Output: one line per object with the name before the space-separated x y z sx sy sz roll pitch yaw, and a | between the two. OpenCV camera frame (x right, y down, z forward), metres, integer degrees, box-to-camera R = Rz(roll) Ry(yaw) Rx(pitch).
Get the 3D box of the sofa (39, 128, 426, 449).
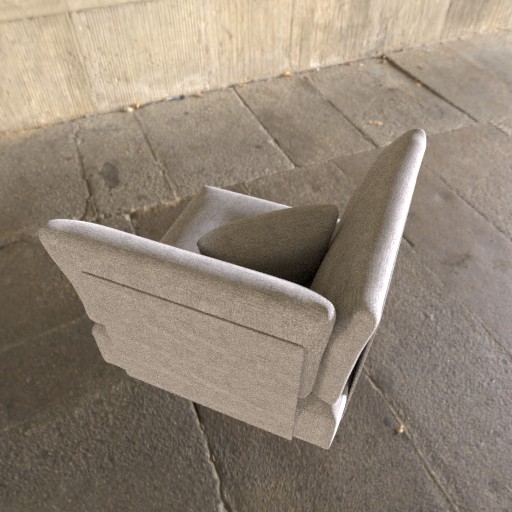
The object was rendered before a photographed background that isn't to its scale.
sofa | 0.000 0.000 1.746 1.000 0.820 1.000 16 49 15
